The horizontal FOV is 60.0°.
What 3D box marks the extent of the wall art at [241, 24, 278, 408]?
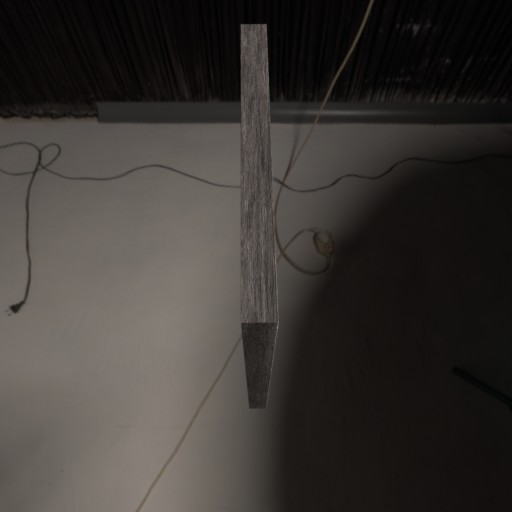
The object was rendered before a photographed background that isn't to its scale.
[{"bbox_3d":[0.000,0.000,1.370,0.063,1.016,0.762,-1,63,0],"label":"wall art"}]
